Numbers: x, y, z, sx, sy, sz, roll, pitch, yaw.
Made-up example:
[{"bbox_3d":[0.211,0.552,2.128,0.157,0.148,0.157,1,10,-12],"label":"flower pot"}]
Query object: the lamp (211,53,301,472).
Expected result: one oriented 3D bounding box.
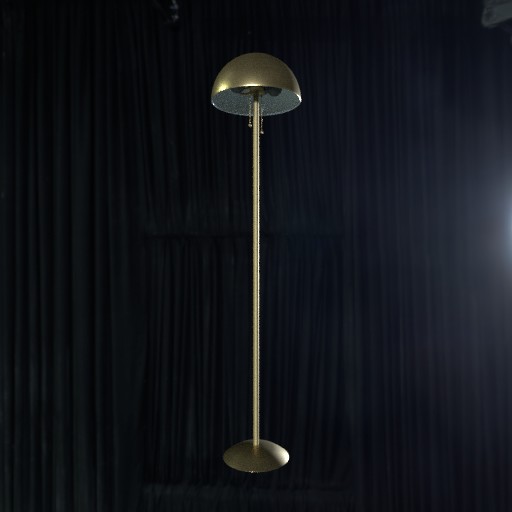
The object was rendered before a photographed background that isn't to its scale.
[{"bbox_3d":[0.000,0.000,1.634,0.328,1.480,0.328,0,0,-2],"label":"lamp"}]
